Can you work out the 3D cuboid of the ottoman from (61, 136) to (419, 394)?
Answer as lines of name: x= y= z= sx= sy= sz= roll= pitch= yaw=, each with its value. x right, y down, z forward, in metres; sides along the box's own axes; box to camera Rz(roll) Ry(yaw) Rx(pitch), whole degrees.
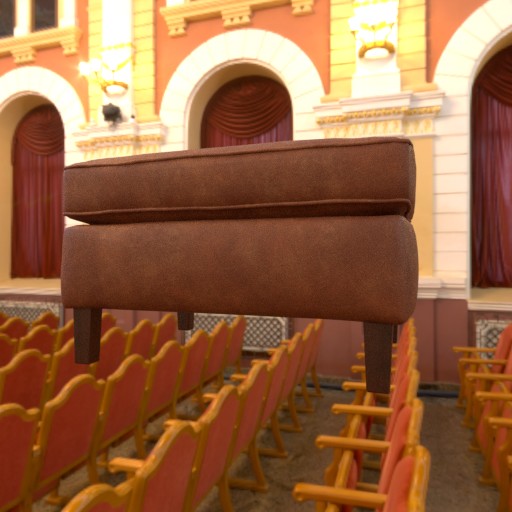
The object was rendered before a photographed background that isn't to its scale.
ottoman: x=0.000 y=0.000 z=0.969 sx=0.665 sy=0.418 sz=0.501 roll=0 pitch=0 yaw=19
